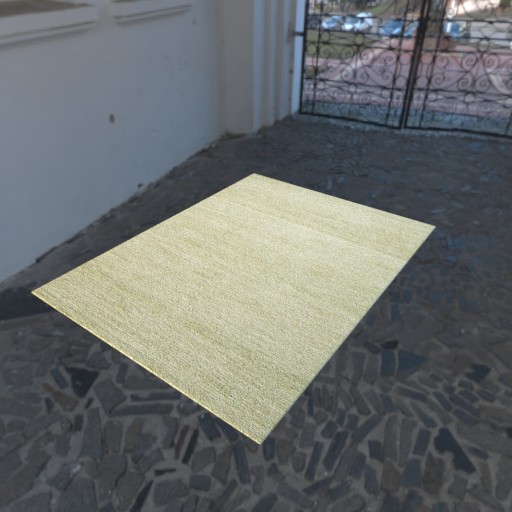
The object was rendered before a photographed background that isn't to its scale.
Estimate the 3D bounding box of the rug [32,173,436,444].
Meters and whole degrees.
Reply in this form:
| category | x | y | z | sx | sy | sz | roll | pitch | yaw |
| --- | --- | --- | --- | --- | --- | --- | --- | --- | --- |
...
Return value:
| category | x | y | z | sx | sy | sz | roll | pitch | yaw |
| --- | --- | --- | --- | --- | --- | --- | --- | --- | --- |
| rug | 0.000 | 0.000 | 4.270 | 2.425 | 0.016 | 3.198 | 22 | 39 | 30 |
